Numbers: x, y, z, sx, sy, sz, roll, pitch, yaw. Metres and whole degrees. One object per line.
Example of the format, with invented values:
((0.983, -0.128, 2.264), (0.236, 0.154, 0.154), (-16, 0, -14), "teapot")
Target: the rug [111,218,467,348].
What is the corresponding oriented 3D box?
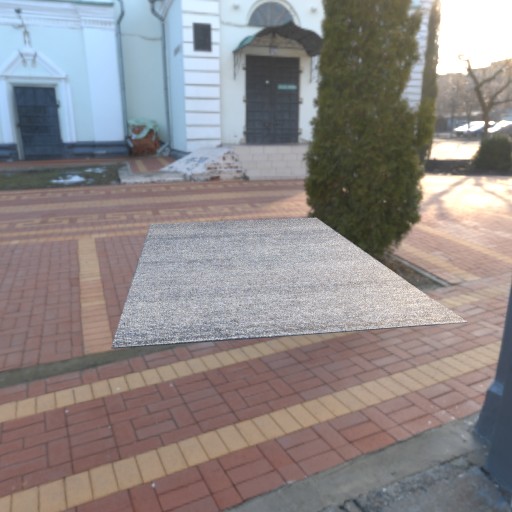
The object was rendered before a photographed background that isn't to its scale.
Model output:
((0.000, 0.000, 2.189), (1.135, 0.010, 1.740), (-3, 17, -9), "rug")
